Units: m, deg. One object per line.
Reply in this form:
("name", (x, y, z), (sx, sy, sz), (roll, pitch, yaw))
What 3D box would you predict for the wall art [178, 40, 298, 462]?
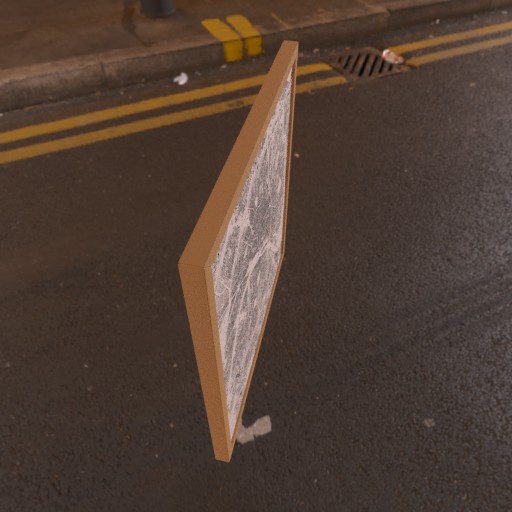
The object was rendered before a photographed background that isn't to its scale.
("wall art", (0.000, 0.000, 1.120), (0.037, 0.761, 0.761), (10, 48, 9))
